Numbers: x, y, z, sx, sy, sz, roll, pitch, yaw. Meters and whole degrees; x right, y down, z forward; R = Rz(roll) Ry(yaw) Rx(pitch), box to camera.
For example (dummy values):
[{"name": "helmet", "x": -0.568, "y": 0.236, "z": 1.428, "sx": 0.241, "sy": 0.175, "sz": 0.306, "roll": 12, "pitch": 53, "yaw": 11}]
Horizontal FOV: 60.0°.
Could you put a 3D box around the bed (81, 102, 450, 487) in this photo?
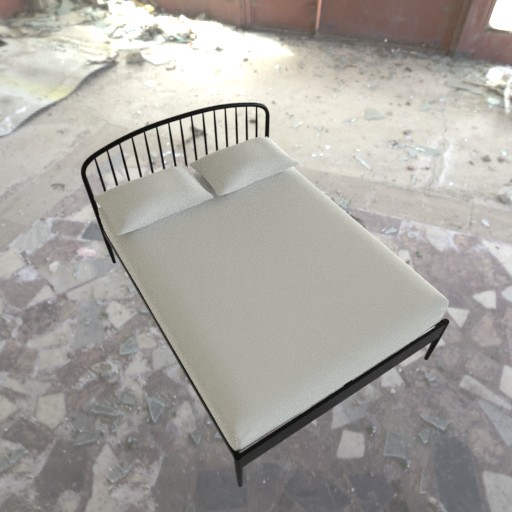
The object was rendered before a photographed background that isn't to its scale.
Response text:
[{"name": "bed", "x": 0.000, "y": 0.000, "z": 3.109, "sx": 1.618, "sy": 1.166, "sz": 2.159, "roll": -25, "pitch": 52, "yaw": -22}]
